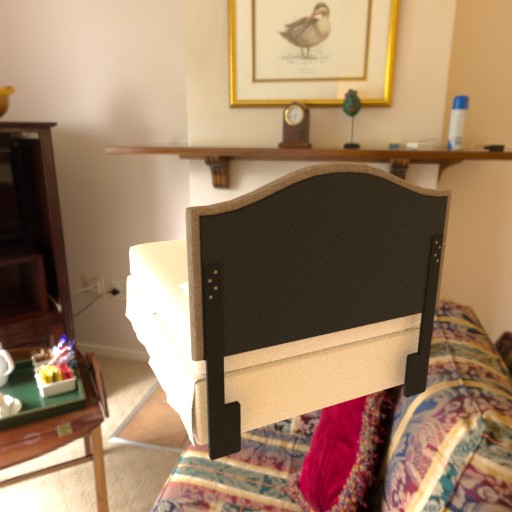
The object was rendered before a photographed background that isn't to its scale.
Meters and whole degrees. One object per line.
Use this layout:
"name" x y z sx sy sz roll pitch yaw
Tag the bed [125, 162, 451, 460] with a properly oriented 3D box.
"bed" 0.000 0.000 3.383 1.713 1.518 2.153 -7 17 -24
